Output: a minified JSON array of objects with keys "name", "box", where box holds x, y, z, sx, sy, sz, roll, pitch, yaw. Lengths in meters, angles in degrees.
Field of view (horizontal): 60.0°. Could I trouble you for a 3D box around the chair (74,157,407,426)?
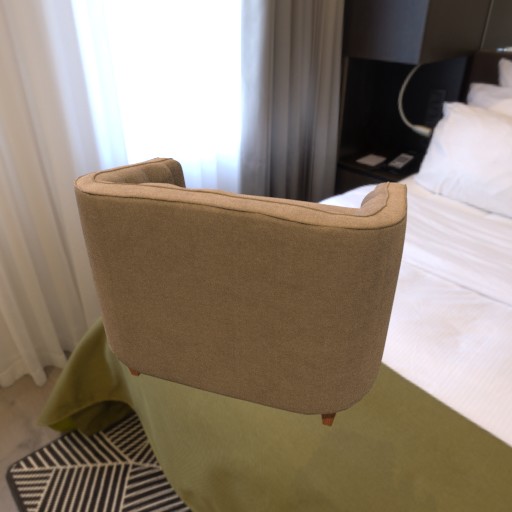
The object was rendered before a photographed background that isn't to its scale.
[{"name":"chair","box":[0.000,0.000,1.769,1.104,0.852,0.941,9,32,15]}]
